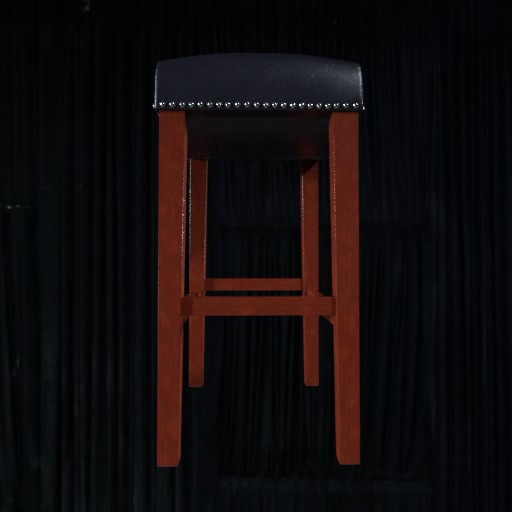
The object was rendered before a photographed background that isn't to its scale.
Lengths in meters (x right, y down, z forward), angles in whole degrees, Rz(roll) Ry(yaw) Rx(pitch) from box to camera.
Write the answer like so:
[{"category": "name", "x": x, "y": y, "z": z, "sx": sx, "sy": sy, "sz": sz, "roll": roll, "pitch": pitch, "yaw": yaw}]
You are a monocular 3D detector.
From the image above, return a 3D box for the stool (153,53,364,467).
[{"category": "stool", "x": 0.000, "y": 0.000, "z": 1.023, "sx": 0.372, "sy": 0.742, "sz": 0.504, "roll": 0, "pitch": 1, "yaw": -1}]
